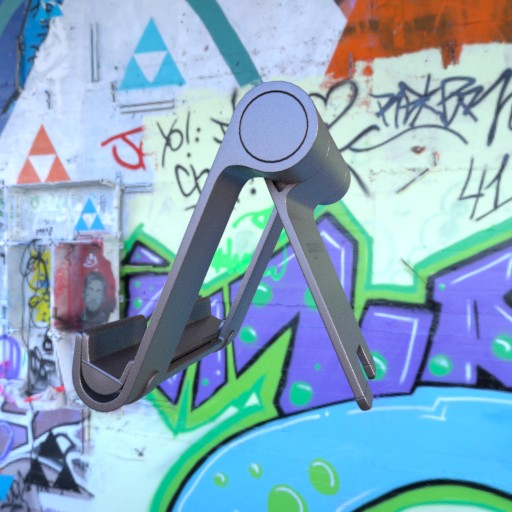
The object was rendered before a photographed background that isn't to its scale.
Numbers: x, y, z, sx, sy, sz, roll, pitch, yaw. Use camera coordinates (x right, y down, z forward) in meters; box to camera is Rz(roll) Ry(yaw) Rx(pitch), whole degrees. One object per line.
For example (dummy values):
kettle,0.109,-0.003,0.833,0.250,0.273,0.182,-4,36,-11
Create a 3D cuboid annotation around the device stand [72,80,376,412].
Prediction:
device stand,0.000,0.000,0.151,0.079,0.084,0.088,0,1,17
